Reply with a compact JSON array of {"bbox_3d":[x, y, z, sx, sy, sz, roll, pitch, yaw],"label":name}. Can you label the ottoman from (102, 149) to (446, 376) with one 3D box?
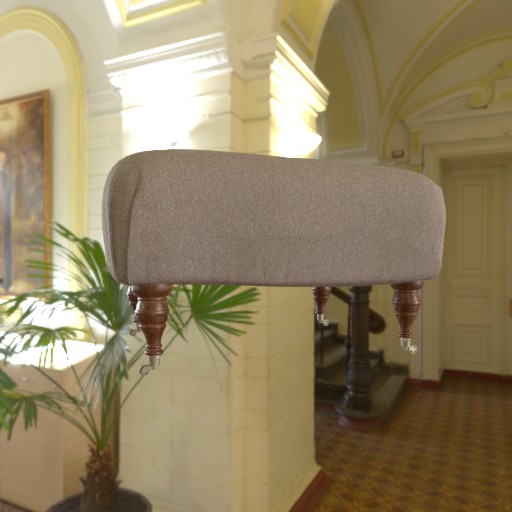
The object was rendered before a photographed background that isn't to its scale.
[{"bbox_3d":[0.000,0.000,1.141,0.747,0.450,0.622,0,0,-18],"label":"ottoman"}]
